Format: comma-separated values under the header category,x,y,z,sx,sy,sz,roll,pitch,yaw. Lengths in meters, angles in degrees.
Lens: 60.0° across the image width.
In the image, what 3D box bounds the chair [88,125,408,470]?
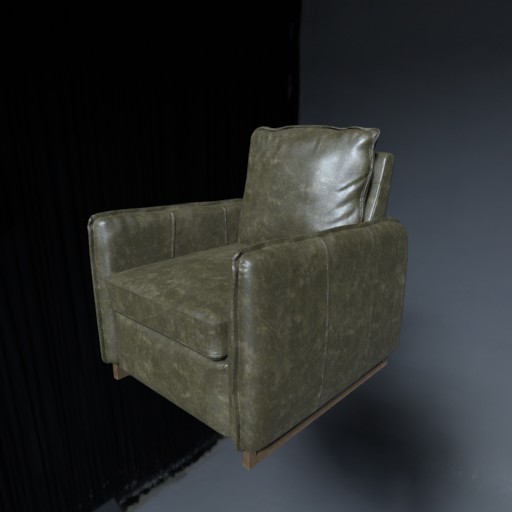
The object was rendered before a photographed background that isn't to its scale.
category,x,y,z,sx,sy,sz,roll,pitch,yaw
chair,0.000,0.000,1.610,0.830,0.921,0.921,14,20,41
